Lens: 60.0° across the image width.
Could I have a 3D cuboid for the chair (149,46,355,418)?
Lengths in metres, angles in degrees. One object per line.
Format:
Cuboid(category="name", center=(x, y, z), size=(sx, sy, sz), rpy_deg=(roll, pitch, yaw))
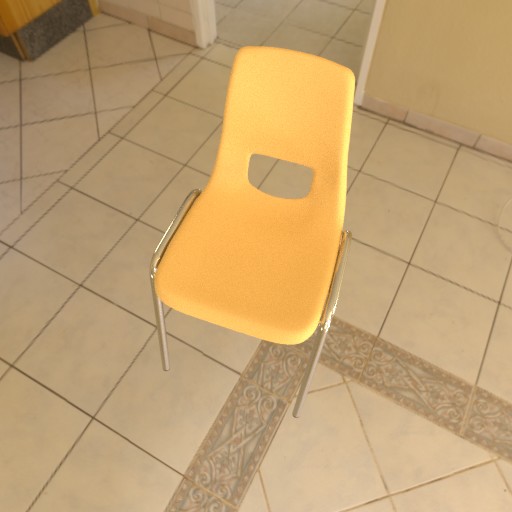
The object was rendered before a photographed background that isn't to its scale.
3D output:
Cuboid(category="chair", center=(0.000, 0.000, 0.957), size=(0.381, 0.704, 0.436), rpy_deg=(17, 60, 10))
